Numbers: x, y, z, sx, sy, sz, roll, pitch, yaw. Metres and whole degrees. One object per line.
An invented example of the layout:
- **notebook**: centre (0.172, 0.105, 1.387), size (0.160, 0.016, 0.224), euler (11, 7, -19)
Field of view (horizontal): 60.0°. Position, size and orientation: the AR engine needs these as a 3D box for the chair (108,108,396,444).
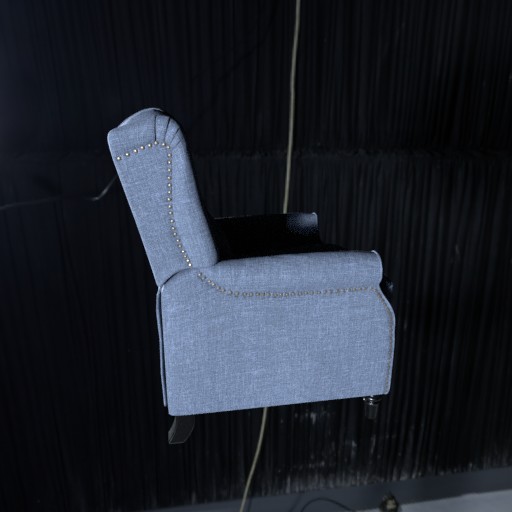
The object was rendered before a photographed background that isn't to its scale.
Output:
- **chair**: centre (0.000, 0.000, 1.637), size (0.898, 1.035, 0.742), euler (-3, 17, -9)
